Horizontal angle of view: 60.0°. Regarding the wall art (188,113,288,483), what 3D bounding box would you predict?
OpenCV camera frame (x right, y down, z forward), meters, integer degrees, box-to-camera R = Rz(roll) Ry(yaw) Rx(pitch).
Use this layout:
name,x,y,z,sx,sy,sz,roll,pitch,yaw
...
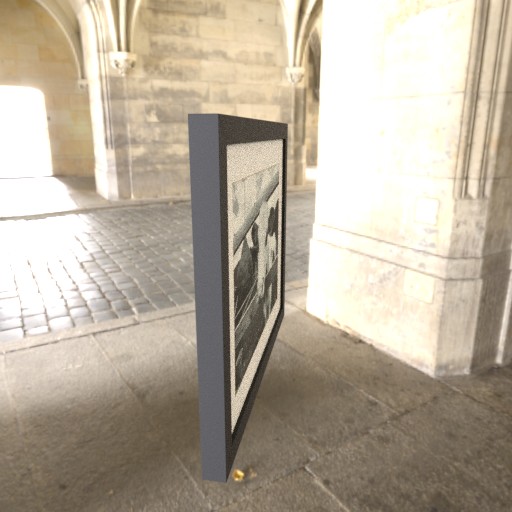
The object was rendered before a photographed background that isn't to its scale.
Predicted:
name,x,y,z,sx,sy,sz,roll,pitch,yaw
wall art,0.000,0.000,0.563,0.024,0.329,0.404,3,16,11
